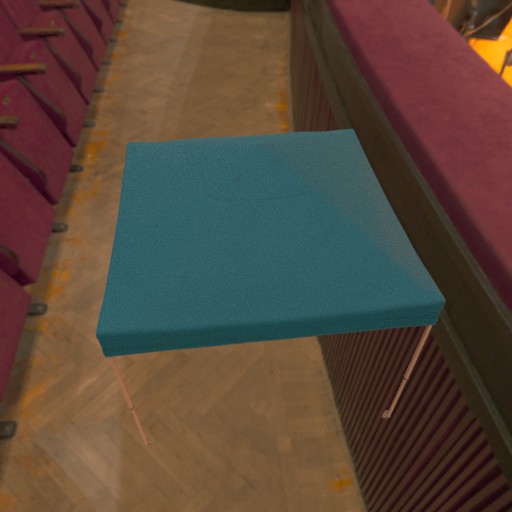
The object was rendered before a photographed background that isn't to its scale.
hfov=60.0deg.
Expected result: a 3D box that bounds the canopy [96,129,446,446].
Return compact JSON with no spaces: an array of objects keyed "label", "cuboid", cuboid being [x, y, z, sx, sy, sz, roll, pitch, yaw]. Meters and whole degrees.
[{"label":"canopy","cuboid":[0.000,0.000,5.280,2.996,2.997,2.998,-5,45,-5]}]
